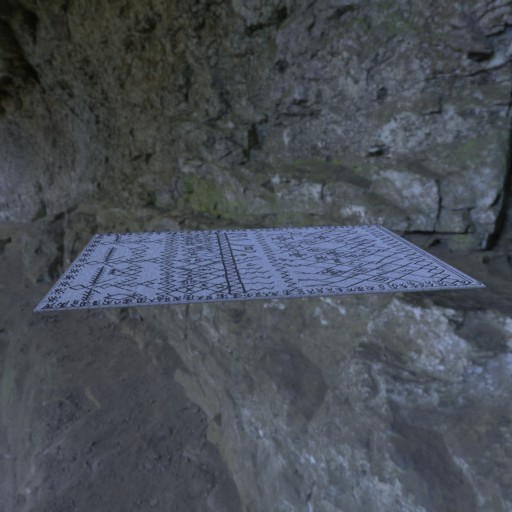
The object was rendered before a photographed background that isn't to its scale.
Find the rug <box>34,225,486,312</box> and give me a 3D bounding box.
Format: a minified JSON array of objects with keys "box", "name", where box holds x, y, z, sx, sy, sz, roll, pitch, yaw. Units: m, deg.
[{"box":[0.000,0.000,3.085,2.444,0.012,1.526,-2,18,-7],"name":"rug"}]
